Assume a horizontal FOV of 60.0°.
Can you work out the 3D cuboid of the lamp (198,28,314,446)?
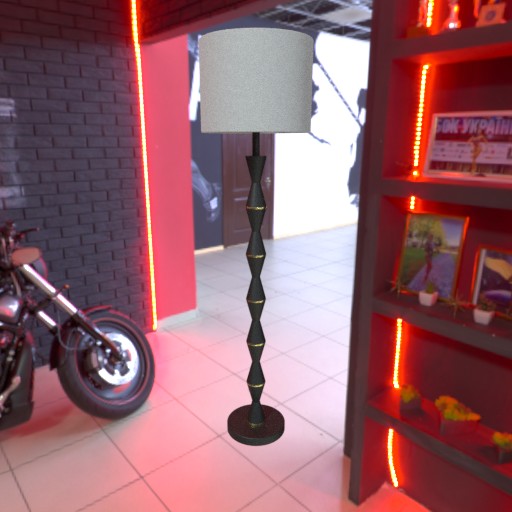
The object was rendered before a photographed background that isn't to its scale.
[{"bbox_3d":[0.000,0.000,1.667,0.381,1.480,0.381,-2,15,-8],"label":"lamp"}]
